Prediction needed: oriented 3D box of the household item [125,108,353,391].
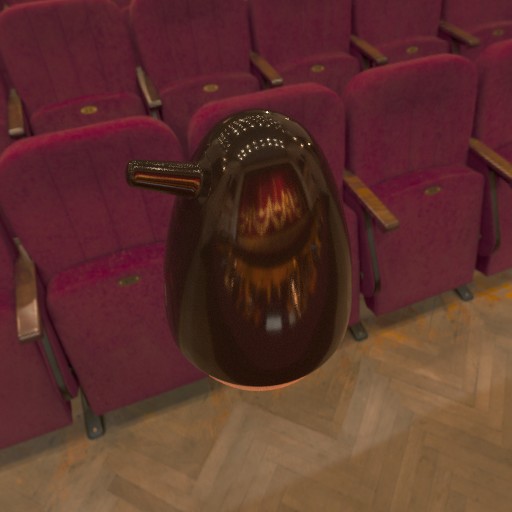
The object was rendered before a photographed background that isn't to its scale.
[{"bbox_3d":[0.000,0.000,0.222,0.104,0.152,0.102,-16,49,-15],"label":"household item"}]
